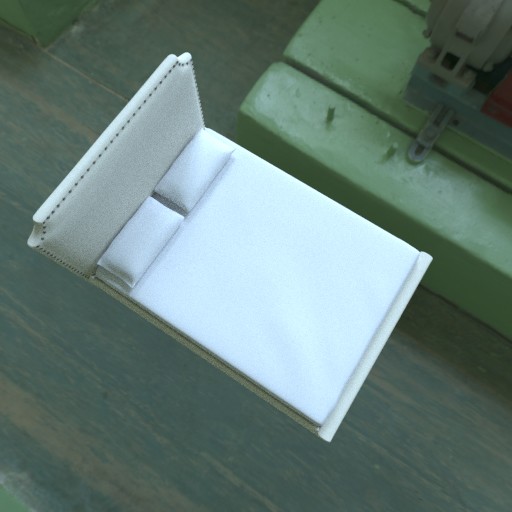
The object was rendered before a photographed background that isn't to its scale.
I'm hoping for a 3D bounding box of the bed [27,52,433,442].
[{"bbox_3d":[0.000,0.000,3.346,2.372,1.443,1.712,32,76,9],"label":"bed"}]
